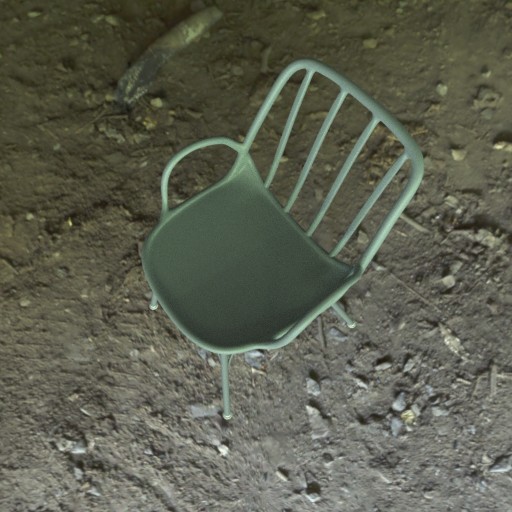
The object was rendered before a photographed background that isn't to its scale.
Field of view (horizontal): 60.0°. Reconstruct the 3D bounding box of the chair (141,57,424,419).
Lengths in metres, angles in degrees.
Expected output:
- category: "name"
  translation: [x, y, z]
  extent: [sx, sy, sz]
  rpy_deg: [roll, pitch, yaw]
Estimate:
- category: "chair"
  translation: [0.000, 0.000, 1.213]
  extent: [0.597, 0.816, 0.549]
  rpy_deg: [-33, 67, -16]
